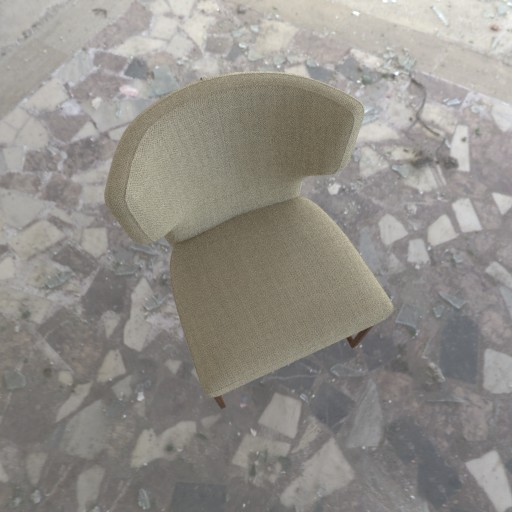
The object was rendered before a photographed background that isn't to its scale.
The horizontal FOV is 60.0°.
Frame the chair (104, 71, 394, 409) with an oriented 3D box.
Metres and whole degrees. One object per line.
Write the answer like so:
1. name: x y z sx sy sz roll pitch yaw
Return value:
1. chair: 0.000 0.000 1.272 0.611 0.824 0.617 -22 67 -10
